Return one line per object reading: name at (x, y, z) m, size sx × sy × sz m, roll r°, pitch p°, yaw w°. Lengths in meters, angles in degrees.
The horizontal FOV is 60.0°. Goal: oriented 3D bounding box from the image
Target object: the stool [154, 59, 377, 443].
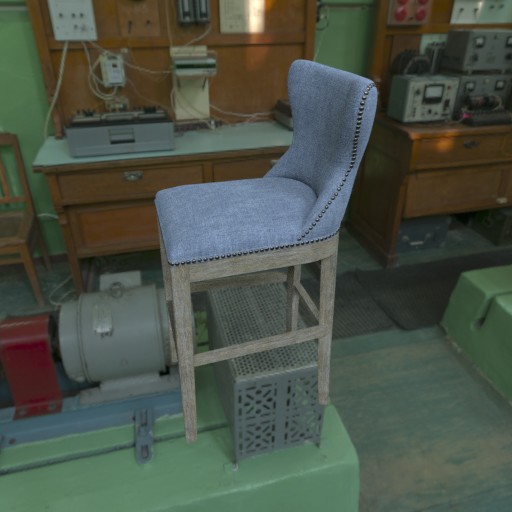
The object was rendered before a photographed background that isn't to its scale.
stool at (0.000, 0.000, 1.447) m, size 0.606 × 1.123 × 0.494 m, roll -8°, pitch 31°, yaw -14°
